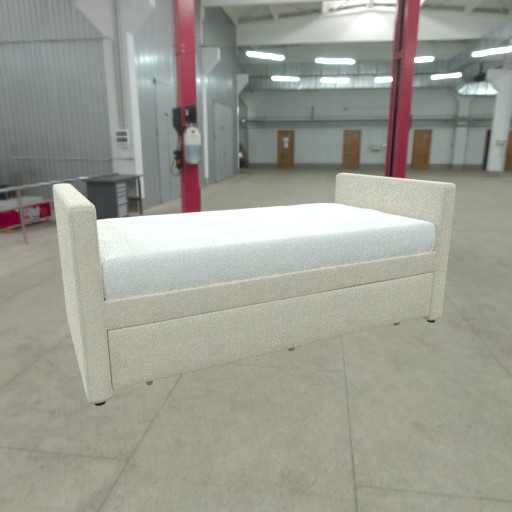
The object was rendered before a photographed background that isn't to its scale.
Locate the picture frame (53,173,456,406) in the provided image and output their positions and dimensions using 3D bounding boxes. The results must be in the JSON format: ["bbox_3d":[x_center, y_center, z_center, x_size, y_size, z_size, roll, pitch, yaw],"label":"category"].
[{"bbox_3d":[0.000,0.000,2.739,2.161,0.891,1.069,-7,16,-26],"label":"picture frame"}]
